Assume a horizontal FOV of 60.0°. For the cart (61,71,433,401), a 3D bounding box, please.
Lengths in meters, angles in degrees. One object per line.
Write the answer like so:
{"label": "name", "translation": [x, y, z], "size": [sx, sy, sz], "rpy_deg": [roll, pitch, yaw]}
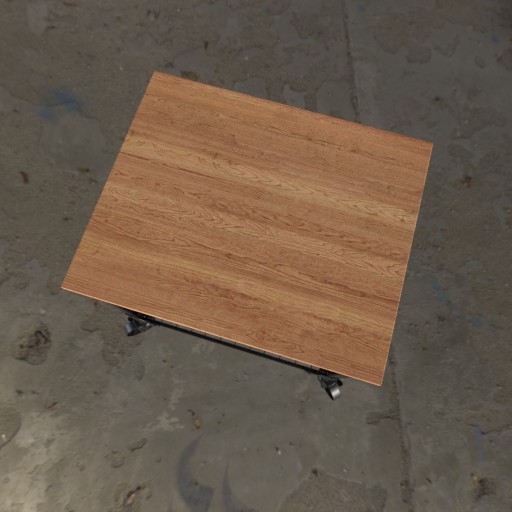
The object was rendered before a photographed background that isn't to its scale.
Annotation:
{"label": "cart", "translation": [0.000, 0.000, 1.126], "size": [0.666, 0.603, 0.558], "rpy_deg": [16, 75, 5]}
